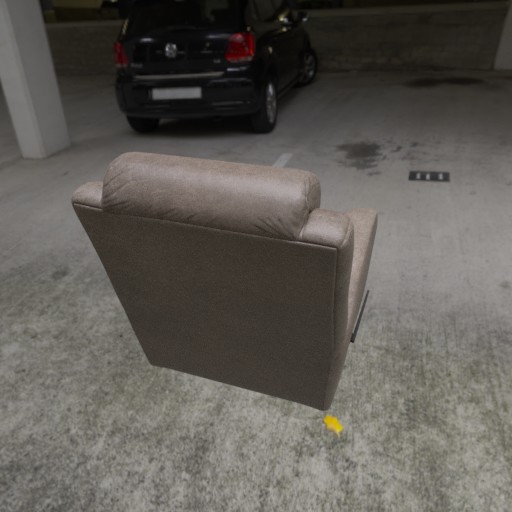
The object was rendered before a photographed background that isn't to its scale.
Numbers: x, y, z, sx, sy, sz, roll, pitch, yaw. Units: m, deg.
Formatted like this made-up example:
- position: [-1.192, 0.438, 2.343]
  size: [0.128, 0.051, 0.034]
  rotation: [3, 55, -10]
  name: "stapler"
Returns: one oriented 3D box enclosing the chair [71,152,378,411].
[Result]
- position: [0.000, 0.000, 1.898]
  size: [0.967, 1.116, 1.068]
  rotation: [10, 34, 16]
  name: "chair"
